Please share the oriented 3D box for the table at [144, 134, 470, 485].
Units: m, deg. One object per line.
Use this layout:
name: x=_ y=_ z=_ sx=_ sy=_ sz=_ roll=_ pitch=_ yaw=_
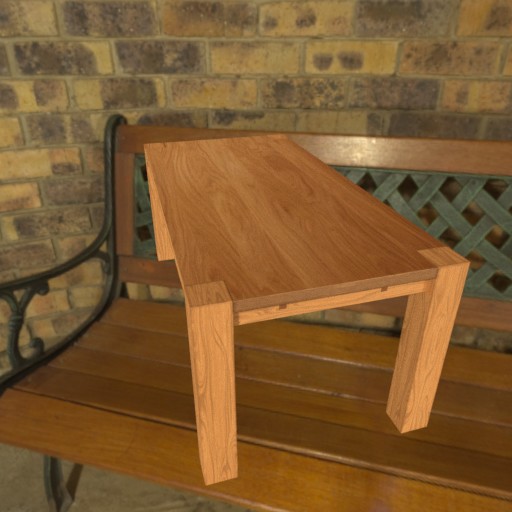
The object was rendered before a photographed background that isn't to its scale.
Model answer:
table: x=0.000 y=0.000 z=2.243 sx=0.900 sy=0.760 sz=1.800 roll=-8 pitch=30 yaw=-14
